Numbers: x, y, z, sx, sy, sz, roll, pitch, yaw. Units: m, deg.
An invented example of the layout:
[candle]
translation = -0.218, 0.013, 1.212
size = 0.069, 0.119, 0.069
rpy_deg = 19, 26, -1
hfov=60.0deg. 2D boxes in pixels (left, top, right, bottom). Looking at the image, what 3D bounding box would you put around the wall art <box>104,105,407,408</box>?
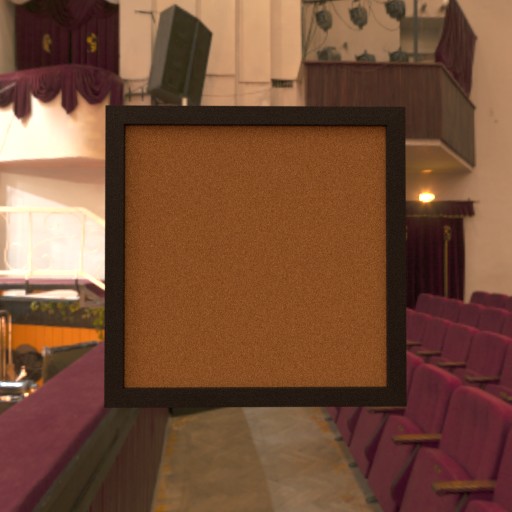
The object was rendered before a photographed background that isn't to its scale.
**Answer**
[wall art]
translation = 0.000, 0.000, 1.513
size = 1.016, 1.016, 0.038
rpy_deg = 0, -1, -1
